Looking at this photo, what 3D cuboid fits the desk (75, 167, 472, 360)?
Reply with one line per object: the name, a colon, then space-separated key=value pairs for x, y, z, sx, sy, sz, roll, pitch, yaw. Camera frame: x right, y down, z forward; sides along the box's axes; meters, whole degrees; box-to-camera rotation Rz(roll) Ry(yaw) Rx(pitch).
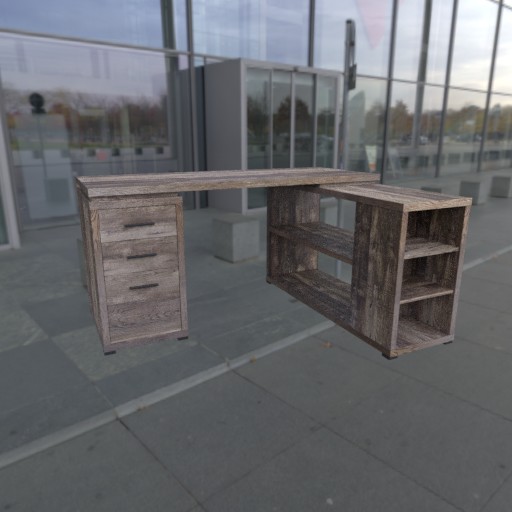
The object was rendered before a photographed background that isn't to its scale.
desk: x=0.000 y=0.000 z=2.227 sx=1.524 sy=0.753 sz=1.200 roll=-7 pitch=17 yaw=-25
